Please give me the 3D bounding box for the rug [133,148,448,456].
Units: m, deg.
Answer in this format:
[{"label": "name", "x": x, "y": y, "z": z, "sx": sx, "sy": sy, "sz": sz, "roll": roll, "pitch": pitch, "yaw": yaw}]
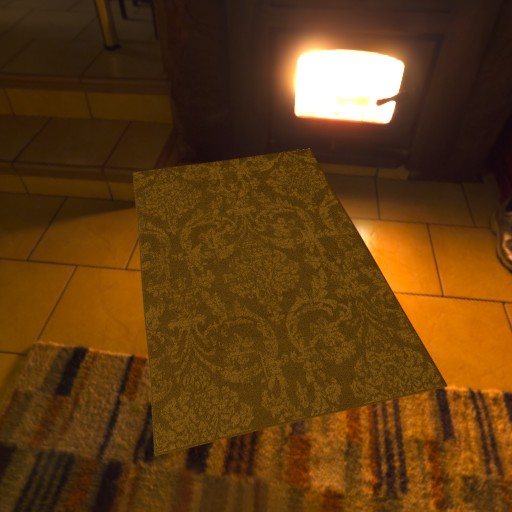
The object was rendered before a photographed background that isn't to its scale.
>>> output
[{"label": "rug", "x": 0.000, "y": 0.000, "z": 2.356, "sx": 1.206, "sy": 0.012, "sz": 1.824, "roll": -10, "pitch": 47, "yaw": -9}]
